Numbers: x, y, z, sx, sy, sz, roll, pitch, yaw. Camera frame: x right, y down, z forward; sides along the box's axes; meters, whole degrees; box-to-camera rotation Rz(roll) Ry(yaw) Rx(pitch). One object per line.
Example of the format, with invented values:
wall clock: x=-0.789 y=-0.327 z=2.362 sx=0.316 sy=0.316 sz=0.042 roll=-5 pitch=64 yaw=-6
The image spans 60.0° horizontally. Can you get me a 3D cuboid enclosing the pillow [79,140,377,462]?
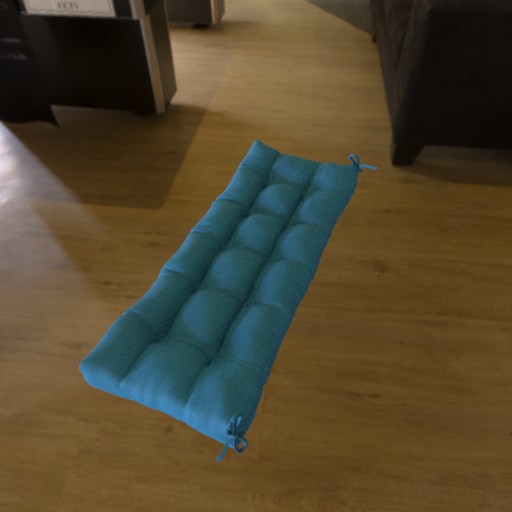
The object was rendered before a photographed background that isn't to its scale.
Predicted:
pillow: x=0.000 y=0.000 z=1.398 sx=0.511 sy=0.174 sz=1.194 roll=17 pitch=49 yaw=16
